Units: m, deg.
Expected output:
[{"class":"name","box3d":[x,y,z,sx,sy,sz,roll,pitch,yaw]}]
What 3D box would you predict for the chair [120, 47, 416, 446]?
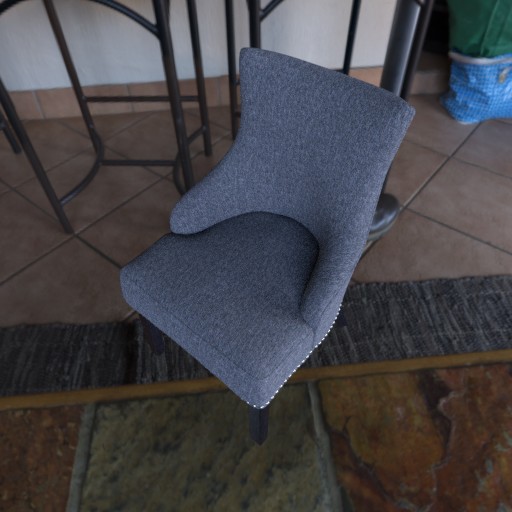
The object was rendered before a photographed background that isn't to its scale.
[{"class":"chair","box3d":[0.000,0.000,1.277,0.566,0.909,0.629,32,55,27]}]
